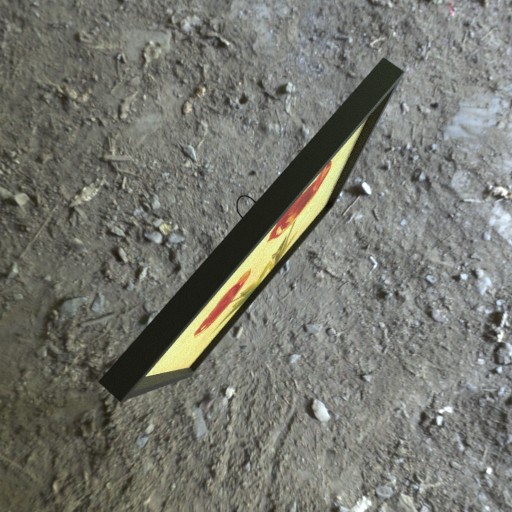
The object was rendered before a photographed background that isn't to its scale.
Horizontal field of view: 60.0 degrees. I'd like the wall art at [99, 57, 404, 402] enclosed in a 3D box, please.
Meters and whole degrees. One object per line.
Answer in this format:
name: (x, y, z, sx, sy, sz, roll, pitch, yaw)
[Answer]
wall art: (0.000, 0.000, 0.520, 0.038, 0.349, 0.349, 39, 80, 8)
